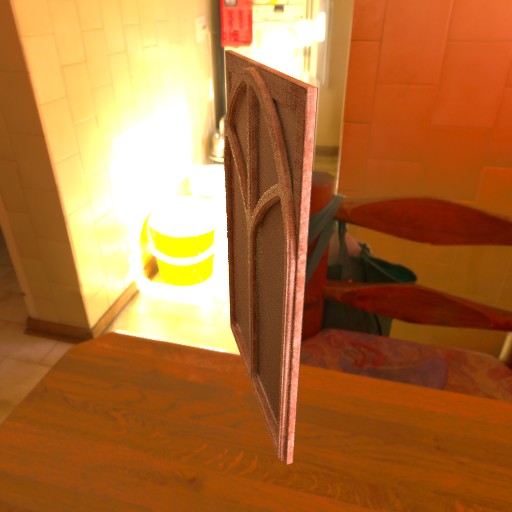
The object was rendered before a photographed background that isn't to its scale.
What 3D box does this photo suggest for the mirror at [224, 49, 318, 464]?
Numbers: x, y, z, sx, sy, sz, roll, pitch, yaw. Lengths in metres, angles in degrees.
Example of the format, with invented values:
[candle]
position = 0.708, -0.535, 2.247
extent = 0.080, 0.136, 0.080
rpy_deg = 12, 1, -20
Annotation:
[mirror]
position = 0.000, 0.000, 0.982
extent = 0.058, 0.787, 0.495
rpy_deg = -8, 31, -14
